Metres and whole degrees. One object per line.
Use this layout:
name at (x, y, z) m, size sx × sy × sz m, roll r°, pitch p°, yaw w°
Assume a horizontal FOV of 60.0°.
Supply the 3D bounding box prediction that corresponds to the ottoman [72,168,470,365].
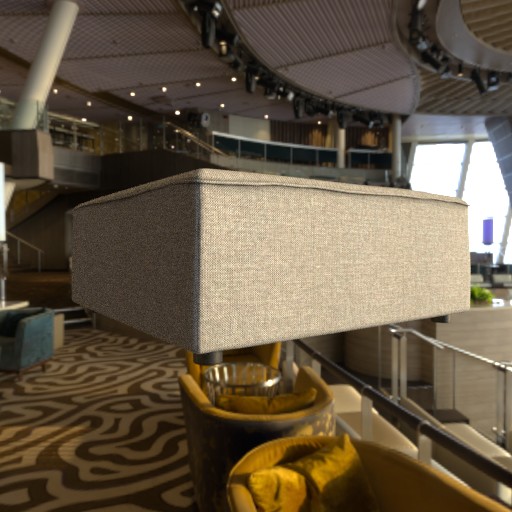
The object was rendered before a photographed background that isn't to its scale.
ottoman at (0.000, 0.000, 1.542) m, size 1.017 × 0.423 × 1.023 m, roll -1°, pitch 2°, yaw -35°
